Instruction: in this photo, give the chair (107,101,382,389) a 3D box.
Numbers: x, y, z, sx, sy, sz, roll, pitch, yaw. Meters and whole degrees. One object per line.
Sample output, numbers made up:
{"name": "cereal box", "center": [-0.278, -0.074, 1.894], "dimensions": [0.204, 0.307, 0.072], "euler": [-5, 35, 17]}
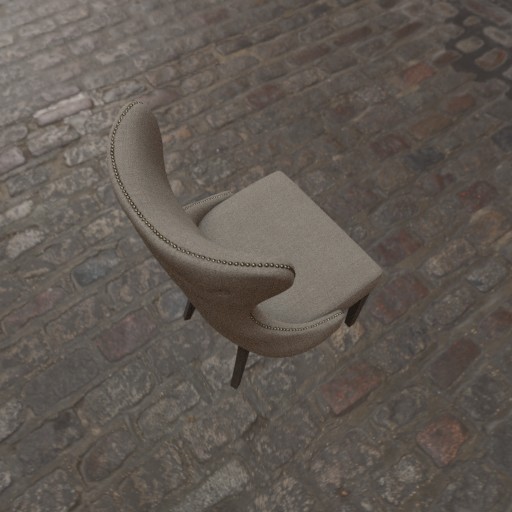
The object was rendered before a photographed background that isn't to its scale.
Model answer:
{"name": "chair", "center": [0.000, 0.000, 1.386], "dimensions": [0.635, 0.967, 0.628], "euler": [-32, 64, -18]}
